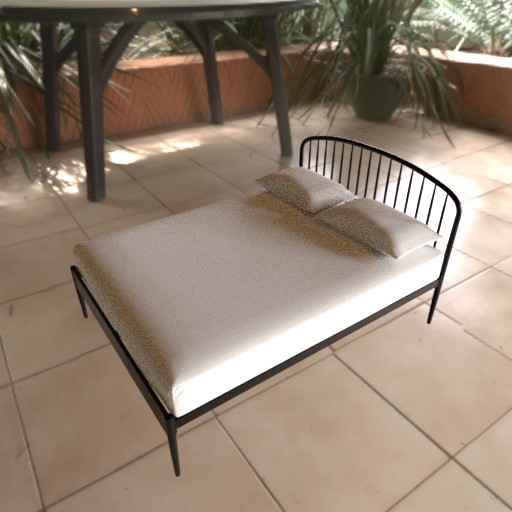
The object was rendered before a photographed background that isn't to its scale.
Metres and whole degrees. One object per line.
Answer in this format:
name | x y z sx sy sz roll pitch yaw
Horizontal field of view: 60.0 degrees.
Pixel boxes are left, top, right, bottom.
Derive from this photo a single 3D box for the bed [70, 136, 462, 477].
bed | 0.000 0.000 3.103 2.159 1.166 1.618 -21 38 -29
